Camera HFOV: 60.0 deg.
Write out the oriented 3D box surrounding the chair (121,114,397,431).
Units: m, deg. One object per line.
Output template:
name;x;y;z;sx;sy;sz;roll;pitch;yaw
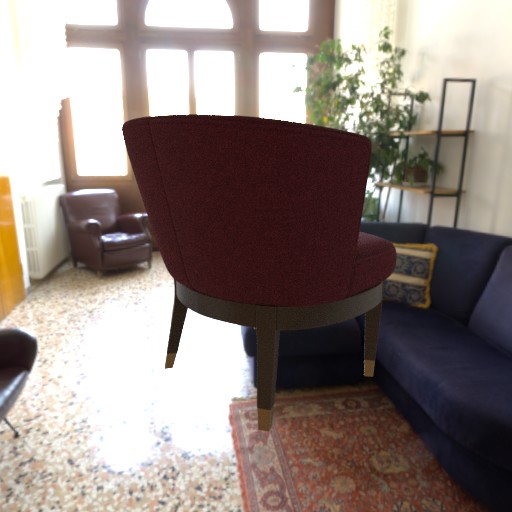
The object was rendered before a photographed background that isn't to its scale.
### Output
chair;0.000;0.000;1.301;0.660;0.760;0.700;-13;19;-42
